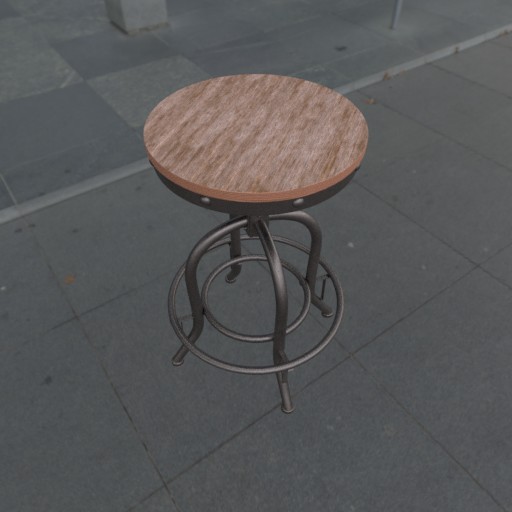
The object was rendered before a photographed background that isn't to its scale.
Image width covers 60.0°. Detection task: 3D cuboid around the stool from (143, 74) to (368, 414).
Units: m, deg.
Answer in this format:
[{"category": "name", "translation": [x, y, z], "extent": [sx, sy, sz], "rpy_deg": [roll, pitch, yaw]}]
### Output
[{"category": "stool", "translation": [0.000, 0.000, 0.918], "extent": [0.439, 0.609, 0.439], "rpy_deg": [-15, 48, -14]}]
